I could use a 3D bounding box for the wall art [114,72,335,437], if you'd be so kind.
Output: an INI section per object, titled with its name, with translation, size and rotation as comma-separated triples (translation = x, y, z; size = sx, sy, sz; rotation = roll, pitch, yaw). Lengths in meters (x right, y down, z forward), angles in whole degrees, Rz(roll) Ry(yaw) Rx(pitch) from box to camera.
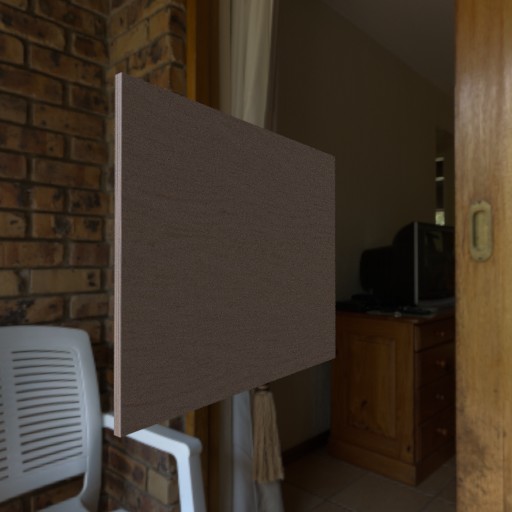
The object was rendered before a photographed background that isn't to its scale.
[wall art]
translation = 0.000, 0.000, 0.698
size = 0.013, 0.406, 0.508
rotation = 0, -1, 38
